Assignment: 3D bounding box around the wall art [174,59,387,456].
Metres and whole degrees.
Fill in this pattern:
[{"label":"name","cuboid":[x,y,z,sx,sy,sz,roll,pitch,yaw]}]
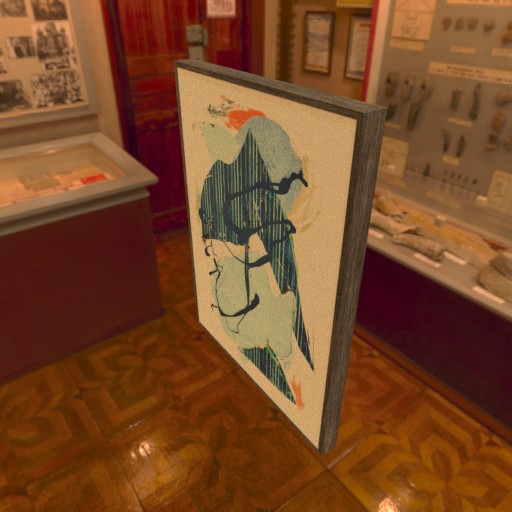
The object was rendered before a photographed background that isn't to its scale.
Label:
[{"label":"wall art","cuboid":[0.000,0.000,1.347,0.063,1.016,0.762,-21,37,-30]}]
